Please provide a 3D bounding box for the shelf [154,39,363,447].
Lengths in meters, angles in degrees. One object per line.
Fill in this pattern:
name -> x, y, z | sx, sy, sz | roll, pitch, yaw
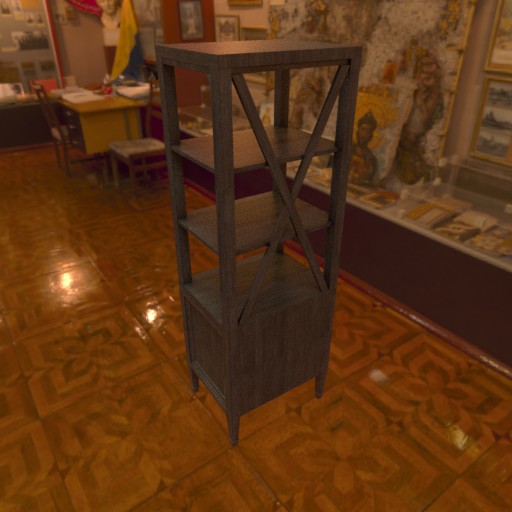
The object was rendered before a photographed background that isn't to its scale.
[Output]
shelf -> 0.000, 0.000, 2.007 | 0.584, 1.727, 0.472 | -18, 34, -29
